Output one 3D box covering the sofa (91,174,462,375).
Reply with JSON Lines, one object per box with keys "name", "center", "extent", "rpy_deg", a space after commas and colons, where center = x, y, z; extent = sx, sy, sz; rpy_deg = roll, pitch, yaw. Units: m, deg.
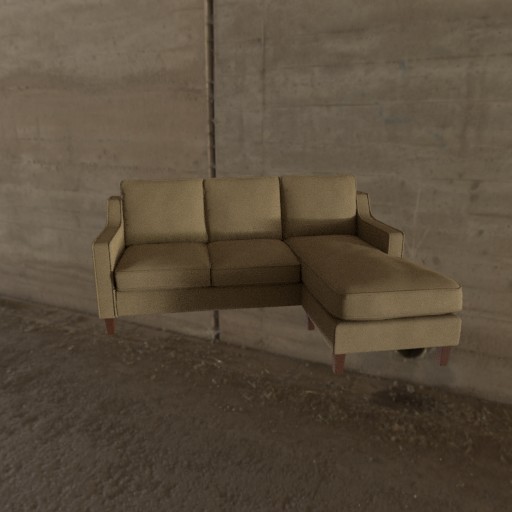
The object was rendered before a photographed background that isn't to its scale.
{"name": "sofa", "center": [0.000, 0.000, 3.332], "extent": [2.317, 1.066, 1.858], "rpy_deg": [-2, 16, -8]}
